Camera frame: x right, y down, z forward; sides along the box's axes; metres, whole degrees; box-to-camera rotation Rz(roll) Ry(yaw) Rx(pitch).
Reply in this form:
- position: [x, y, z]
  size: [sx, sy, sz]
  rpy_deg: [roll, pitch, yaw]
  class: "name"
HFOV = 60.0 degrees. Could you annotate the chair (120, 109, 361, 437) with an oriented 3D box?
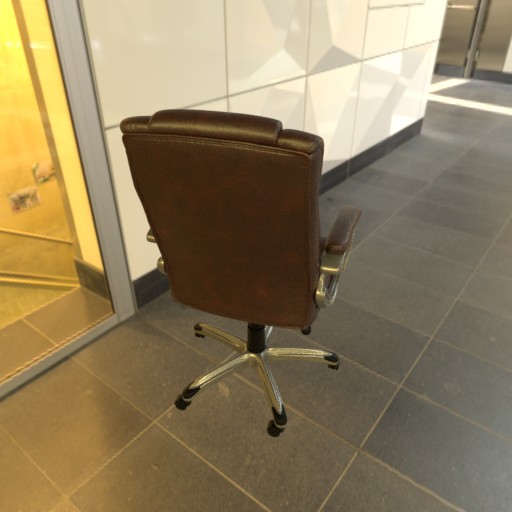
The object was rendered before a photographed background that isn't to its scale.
- position: [0.000, 0.000, 1.559]
  size: [0.656, 1.128, 0.692]
  rpy_deg: [10, 33, 16]
  class: "chair"
